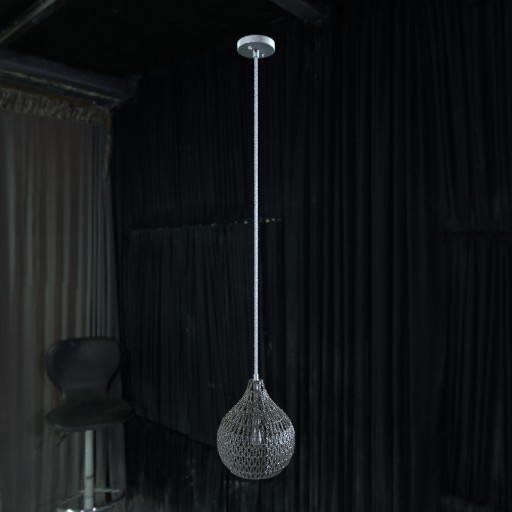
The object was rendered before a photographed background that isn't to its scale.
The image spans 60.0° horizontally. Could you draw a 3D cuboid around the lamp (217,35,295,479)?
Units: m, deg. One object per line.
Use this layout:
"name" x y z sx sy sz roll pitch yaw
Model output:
"lamp" 0.000 0.000 2.017 0.355 1.919 0.355 1 1 35
